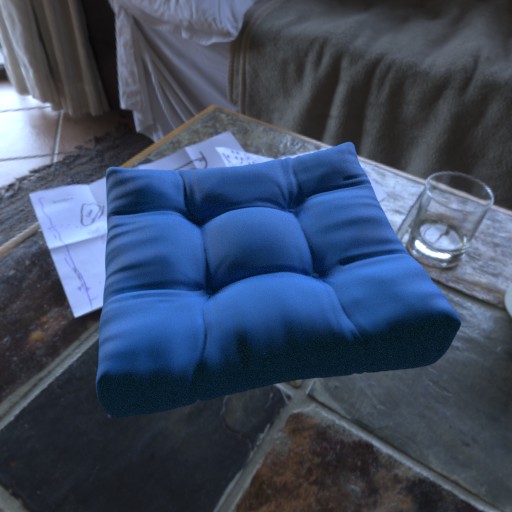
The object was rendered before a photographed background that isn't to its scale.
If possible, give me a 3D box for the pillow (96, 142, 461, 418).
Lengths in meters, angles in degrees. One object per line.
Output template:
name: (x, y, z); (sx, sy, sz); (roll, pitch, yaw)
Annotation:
pillow: (0.000, 0.000, 0.734); (0.490, 0.128, 0.468); (-8, 47, -8)
